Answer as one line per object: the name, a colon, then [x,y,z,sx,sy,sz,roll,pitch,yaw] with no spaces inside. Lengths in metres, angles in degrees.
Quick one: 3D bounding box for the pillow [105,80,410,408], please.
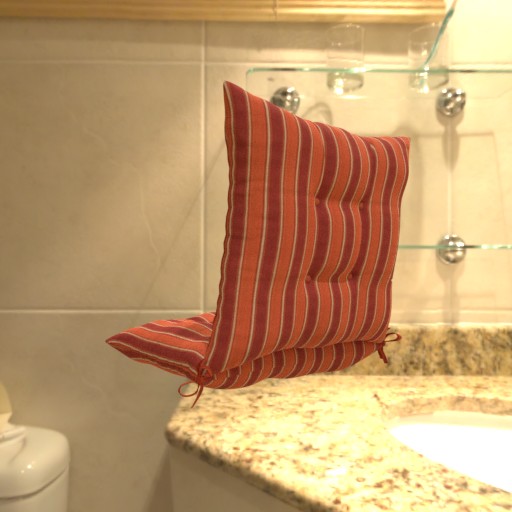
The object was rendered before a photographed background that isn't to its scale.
pillow: [0.000,0.000,1.032,0.541,0.536,0.585,1,-1,-38]
